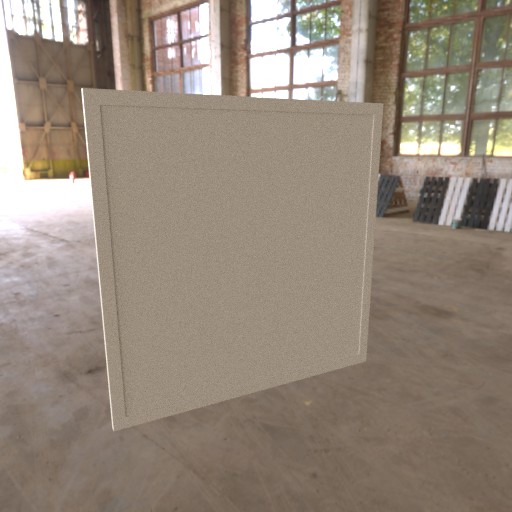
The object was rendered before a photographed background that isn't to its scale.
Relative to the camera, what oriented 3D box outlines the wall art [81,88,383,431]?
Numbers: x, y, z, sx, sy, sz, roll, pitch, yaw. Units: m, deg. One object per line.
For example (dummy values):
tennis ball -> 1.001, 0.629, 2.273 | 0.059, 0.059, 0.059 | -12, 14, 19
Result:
wall art -> 0.000, 0.000, 0.976 | 0.660, 0.660, 0.015 | -7, 16, -26
